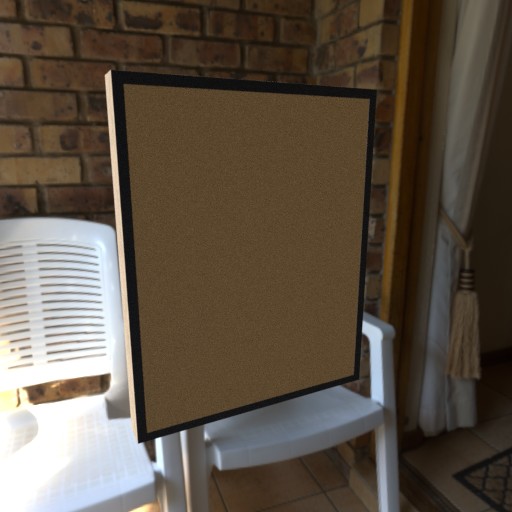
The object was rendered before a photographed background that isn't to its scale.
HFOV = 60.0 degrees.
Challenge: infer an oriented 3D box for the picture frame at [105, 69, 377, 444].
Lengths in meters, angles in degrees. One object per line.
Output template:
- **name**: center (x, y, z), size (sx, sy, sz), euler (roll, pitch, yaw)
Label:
- **picture frame**: center (0.000, 0.000, 0.717), size (0.421, 0.526, 0.046), euler (-7, 15, -26)
